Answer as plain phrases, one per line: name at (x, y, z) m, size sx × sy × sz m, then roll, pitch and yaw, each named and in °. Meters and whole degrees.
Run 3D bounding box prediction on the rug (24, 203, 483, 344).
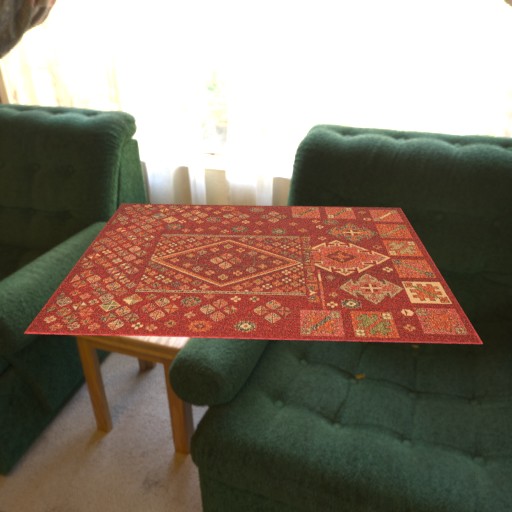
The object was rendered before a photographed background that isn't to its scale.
rug at (0.000, 0.000, 4.223) m, size 3.306 × 0.011 × 2.389 m, roll 1°, pitch 30°, yaw 2°
